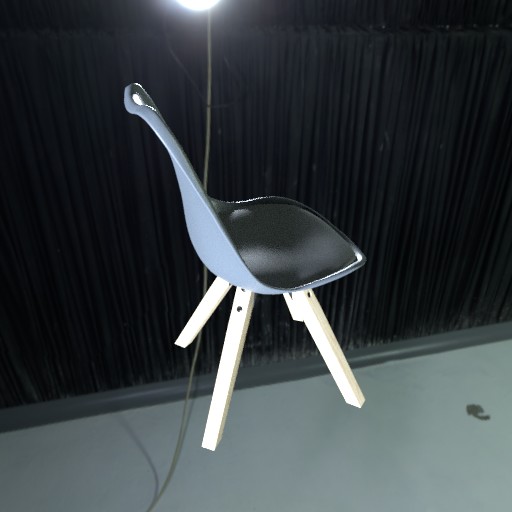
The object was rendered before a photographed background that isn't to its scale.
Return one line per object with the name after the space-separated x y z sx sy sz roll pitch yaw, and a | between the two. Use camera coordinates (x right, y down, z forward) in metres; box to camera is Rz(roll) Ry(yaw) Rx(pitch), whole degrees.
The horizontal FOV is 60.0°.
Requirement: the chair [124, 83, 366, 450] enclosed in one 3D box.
0.000 0.000 1.169 0.550 0.850 0.485 -10 32 -16 | chair
